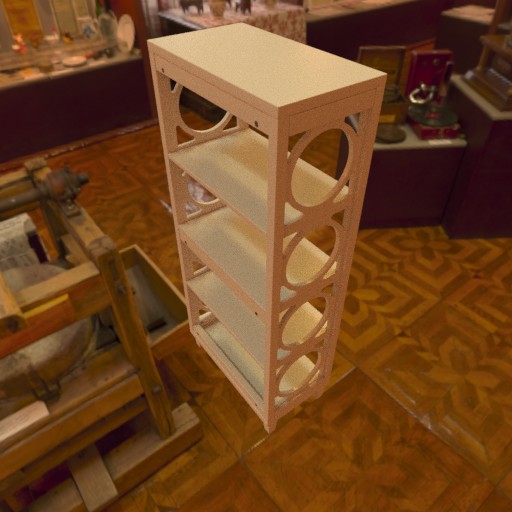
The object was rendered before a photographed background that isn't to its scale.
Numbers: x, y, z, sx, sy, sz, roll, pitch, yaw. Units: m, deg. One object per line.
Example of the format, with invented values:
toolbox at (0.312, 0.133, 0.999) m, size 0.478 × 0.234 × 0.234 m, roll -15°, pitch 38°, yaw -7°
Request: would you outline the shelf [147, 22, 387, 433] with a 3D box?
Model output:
shelf at (0.000, 0.000, 1.639) m, size 0.340 × 1.411 × 0.611 m, roll -26°, pitch 47°, yaw -27°
